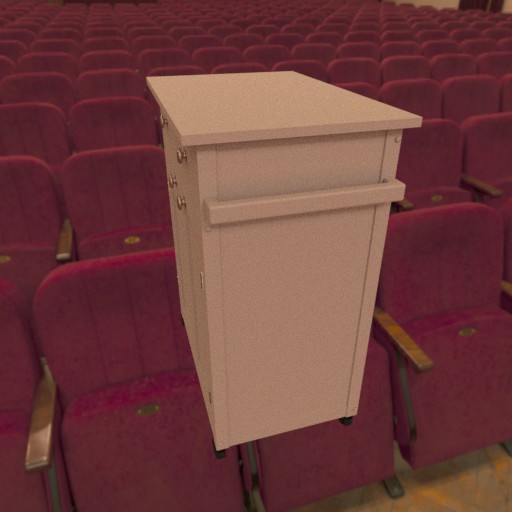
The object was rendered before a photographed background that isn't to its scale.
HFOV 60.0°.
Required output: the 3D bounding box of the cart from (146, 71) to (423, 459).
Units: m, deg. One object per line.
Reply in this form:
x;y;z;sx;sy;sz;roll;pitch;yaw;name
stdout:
0.000;0.000;1.237;0.442;0.864;0.683;-8;31;-15;cart
